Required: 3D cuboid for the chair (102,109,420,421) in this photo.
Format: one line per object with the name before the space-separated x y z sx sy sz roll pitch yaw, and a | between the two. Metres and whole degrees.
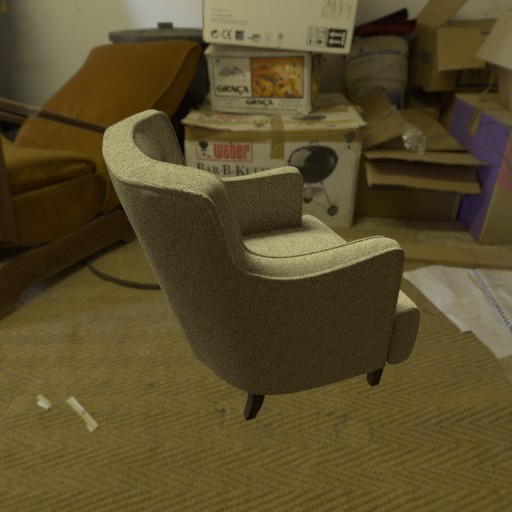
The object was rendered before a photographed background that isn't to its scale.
chair | 0.000 0.000 1.615 0.910 0.920 0.820 -11 32 -18
